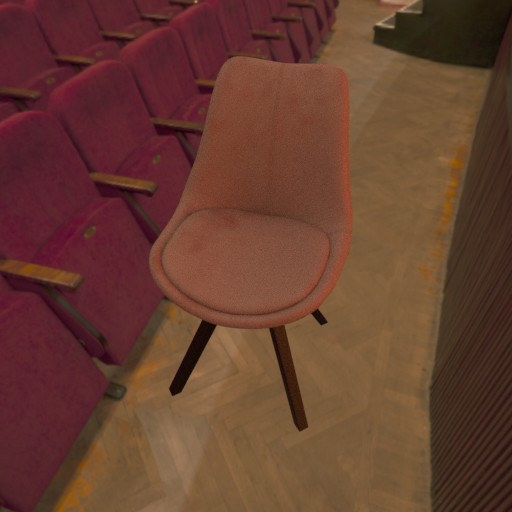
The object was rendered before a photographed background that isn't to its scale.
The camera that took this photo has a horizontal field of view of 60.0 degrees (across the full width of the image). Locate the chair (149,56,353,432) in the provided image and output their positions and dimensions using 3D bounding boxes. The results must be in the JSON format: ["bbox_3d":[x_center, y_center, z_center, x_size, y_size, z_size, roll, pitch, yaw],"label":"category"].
[{"bbox_3d":[0.000,0.000,1.201,0.483,0.865,0.547,11,42,12],"label":"chair"}]
